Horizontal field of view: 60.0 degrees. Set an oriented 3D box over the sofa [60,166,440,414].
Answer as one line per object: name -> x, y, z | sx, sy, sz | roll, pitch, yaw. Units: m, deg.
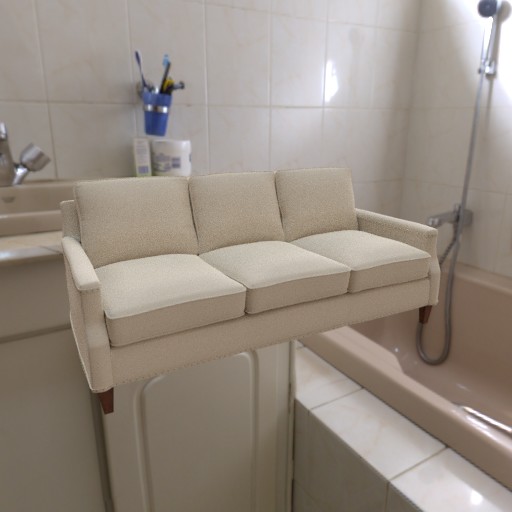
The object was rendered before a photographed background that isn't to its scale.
sofa -> 0.000, 0.000, 2.840 | 2.246, 1.003, 1.084 | -9, 19, -27
